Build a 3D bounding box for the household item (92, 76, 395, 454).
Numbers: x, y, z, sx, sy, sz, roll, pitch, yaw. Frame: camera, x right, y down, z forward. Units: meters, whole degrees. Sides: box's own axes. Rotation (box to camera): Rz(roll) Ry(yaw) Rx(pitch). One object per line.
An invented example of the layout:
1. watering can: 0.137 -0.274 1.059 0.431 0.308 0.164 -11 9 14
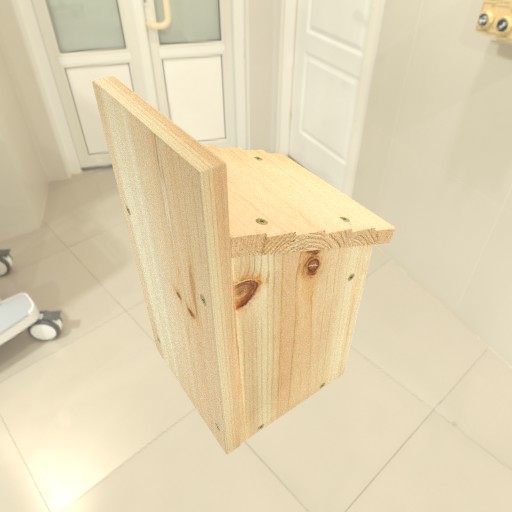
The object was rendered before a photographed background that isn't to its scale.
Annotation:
1. household item: 0.000 0.000 0.392 0.171 0.300 0.149 -25 47 -26
